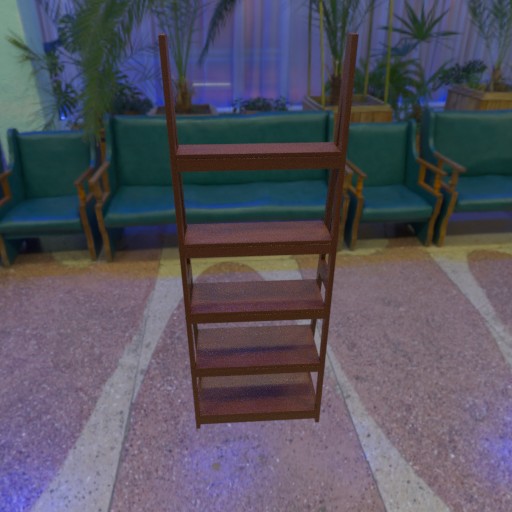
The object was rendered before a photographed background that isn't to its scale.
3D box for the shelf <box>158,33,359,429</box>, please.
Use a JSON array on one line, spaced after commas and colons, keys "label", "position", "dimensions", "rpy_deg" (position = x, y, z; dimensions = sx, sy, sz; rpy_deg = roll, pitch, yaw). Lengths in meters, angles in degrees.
[{"label": "shelf", "position": [0.000, 0.000, 1.966], "dimensions": [0.630, 1.780, 0.356], "rpy_deg": [-2, 30, -3]}]
